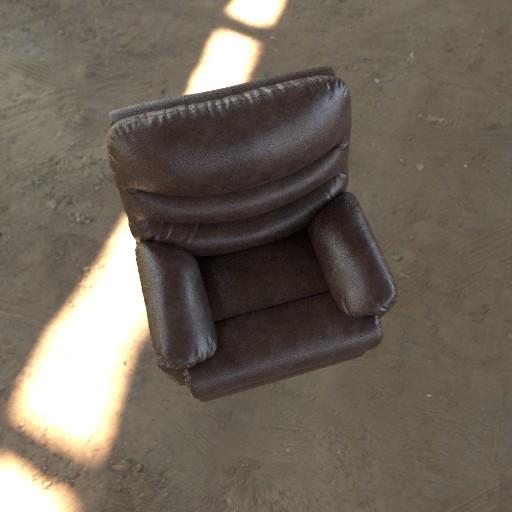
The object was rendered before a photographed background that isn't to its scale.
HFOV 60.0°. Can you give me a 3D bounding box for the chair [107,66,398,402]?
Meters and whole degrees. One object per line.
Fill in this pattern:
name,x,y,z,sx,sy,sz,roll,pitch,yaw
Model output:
chair,0.000,0.000,1.725,0.940,1.041,0.879,-14,66,-7
